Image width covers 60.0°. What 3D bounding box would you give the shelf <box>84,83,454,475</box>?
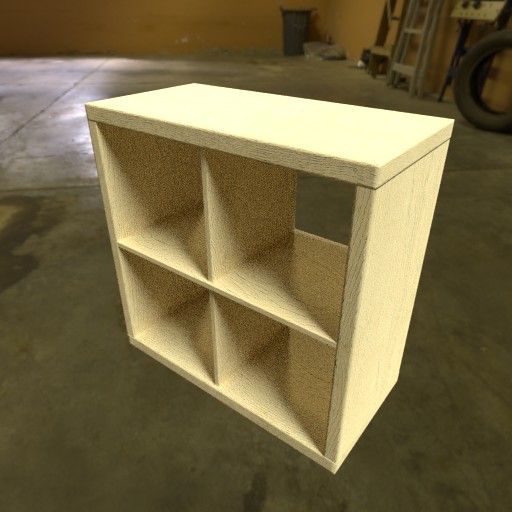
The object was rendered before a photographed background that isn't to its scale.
[{"bbox_3d":[0.000,0.000,1.237,0.790,0.786,0.390,21,36,32],"label":"shelf"}]
